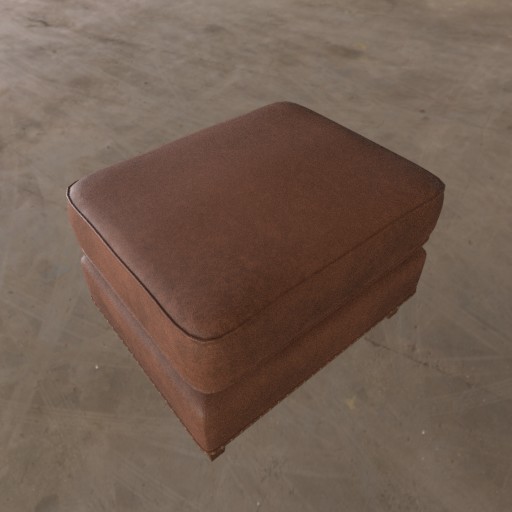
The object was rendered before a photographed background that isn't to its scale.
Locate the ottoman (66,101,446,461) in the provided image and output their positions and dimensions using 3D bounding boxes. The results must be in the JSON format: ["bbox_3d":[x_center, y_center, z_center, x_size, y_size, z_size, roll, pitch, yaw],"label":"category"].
[{"bbox_3d":[0.000,0.000,1.146,0.738,0.537,0.589,-30,52,-27],"label":"ottoman"}]
